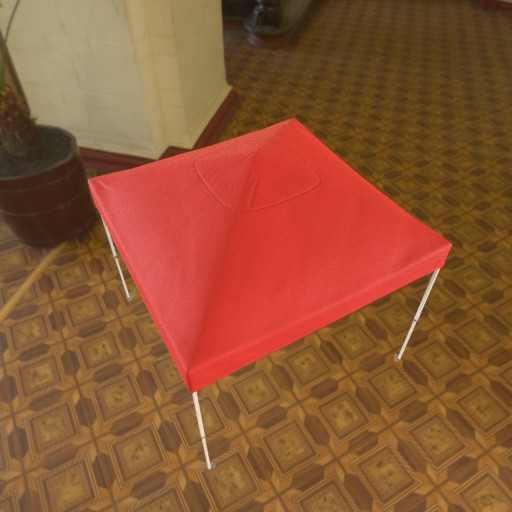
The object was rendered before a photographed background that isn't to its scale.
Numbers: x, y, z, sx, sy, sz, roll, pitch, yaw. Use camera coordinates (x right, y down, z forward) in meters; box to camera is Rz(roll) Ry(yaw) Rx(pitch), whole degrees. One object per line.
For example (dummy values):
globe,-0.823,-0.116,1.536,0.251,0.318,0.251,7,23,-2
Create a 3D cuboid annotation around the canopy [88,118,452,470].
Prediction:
canopy,0.000,0.000,5.482,2.996,2.997,2.998,-22,50,-20
